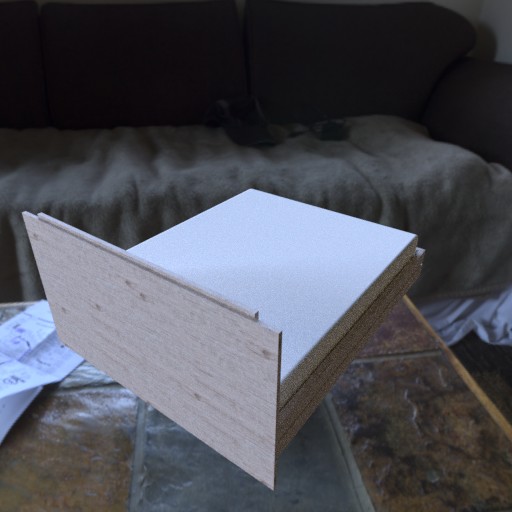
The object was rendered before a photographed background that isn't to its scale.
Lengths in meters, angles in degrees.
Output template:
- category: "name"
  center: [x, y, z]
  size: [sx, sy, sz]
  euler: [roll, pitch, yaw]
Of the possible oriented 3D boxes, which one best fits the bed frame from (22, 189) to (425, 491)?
- category: "bed frame"
  center: [0.000, 0.000, 3.009]
  size: [1.750, 0.970, 2.080]
  euler: [21, 36, 31]
